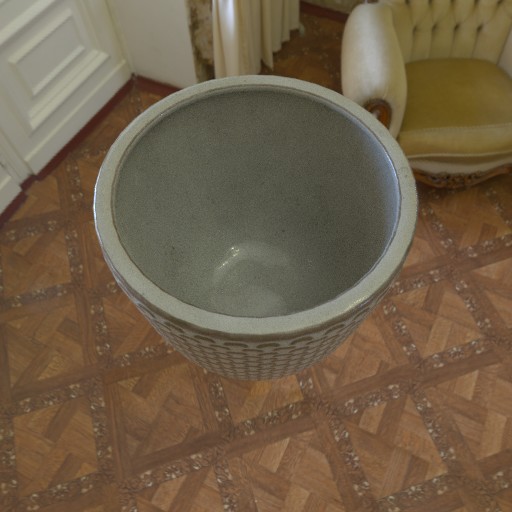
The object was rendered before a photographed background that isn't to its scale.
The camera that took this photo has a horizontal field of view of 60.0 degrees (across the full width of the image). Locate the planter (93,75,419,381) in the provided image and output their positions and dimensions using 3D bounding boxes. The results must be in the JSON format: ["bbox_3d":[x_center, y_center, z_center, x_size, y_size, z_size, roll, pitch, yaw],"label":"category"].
[{"bbox_3d":[0.000,0.000,0.244,0.139,0.130,0.139,0,61,0],"label":"planter"}]
